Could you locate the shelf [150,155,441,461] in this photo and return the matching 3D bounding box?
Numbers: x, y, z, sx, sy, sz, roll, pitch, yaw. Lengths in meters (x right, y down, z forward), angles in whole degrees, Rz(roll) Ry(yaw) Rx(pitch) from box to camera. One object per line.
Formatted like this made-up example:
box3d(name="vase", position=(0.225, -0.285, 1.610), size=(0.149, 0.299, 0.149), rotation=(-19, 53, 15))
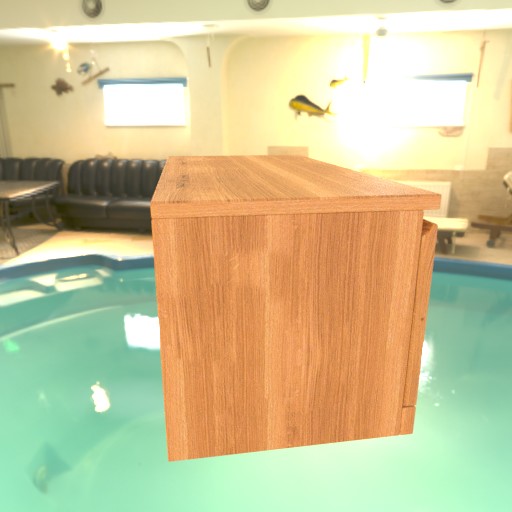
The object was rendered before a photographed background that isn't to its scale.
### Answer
box3d(name="shelf", position=(0.000, 0.000, 1.026), size=(0.400, 0.400, 0.800), rotation=(-3, 17, -9))
